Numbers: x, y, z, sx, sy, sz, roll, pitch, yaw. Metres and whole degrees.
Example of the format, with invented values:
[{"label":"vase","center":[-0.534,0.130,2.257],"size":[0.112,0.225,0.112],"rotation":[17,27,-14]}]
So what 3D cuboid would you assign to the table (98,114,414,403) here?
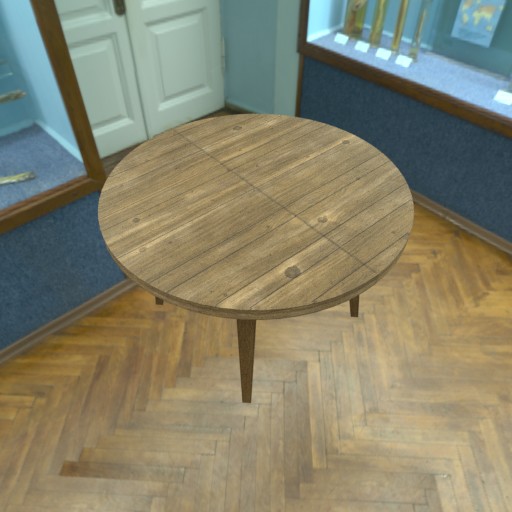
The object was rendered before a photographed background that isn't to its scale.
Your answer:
[{"label":"table","center":[0.000,0.000,2.025],"size":[1.213,0.764,1.213],"rotation":[0,45,0]}]
